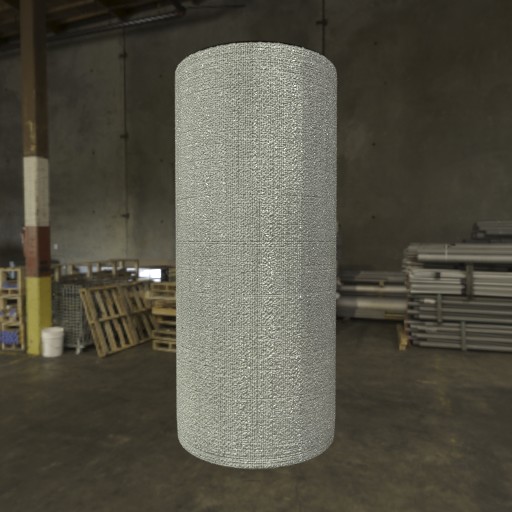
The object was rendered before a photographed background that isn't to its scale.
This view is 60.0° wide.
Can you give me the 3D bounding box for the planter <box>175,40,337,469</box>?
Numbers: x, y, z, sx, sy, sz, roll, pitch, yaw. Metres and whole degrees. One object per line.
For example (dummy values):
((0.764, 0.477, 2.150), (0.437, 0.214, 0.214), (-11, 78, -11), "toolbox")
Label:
((0.000, 0.000, 0.128), (0.045, 0.103, 0.045), (1, 2, 19), "planter")
